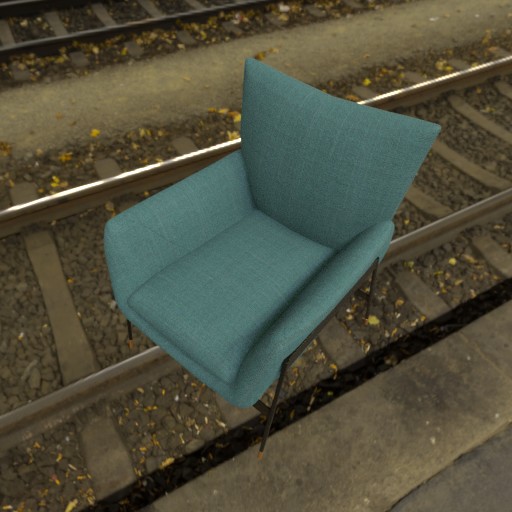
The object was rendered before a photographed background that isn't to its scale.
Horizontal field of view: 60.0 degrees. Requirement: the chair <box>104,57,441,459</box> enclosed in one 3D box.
[{"bbox_3d":[0.000,0.000,1.422,0.678,0.859,0.769,31,54,26],"label":"chair"}]
